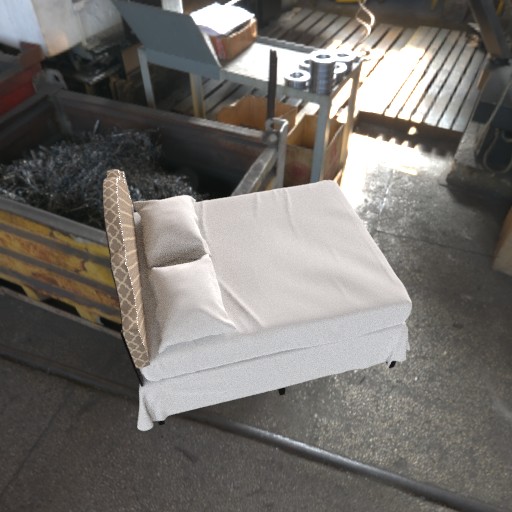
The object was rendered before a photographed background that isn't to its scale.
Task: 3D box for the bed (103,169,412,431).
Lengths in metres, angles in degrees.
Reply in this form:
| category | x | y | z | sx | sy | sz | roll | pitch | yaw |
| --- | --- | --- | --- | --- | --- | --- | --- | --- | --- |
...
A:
| category | x | y | z | sx | sy | sz | roll | pitch | yaw |
| --- | --- | --- | --- | --- | --- | --- | --- | --- | --- |
| bed | 0.000 | 0.000 | 3.508 | 2.222 | 1.633 | 1.780 | -11 | 47 | -10 |
